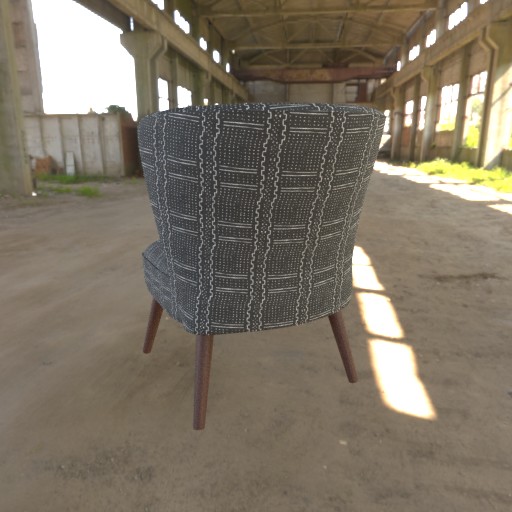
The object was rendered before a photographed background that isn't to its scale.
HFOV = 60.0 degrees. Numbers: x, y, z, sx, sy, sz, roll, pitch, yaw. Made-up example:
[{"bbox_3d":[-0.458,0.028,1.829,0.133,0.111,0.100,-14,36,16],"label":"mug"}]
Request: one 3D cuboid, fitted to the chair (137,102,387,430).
[{"bbox_3d":[0.000,0.000,1.396,0.710,0.866,0.758,-7,16,-26],"label":"chair"}]
